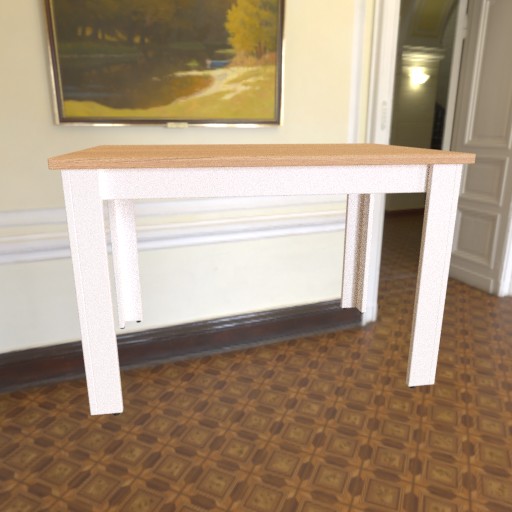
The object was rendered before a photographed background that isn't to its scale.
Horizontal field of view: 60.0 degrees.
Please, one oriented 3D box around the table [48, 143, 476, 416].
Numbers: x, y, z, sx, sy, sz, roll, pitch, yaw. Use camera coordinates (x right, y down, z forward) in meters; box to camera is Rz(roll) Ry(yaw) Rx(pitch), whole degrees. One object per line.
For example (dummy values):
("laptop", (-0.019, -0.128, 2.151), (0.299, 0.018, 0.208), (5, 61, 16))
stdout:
("table", (0.000, 0.000, 1.558), (1.100, 0.734, 0.700), (-2, 17, -8))
